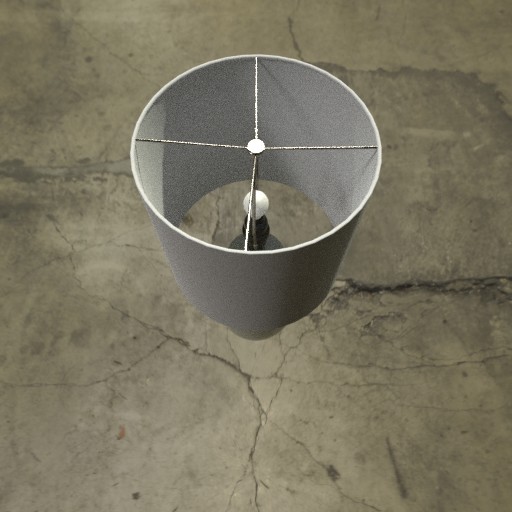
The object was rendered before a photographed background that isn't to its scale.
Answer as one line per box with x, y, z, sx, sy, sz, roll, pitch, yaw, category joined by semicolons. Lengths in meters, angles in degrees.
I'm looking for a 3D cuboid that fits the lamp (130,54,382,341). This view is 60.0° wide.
0.000;0.000;0.587;0.217;0.453;0.217;2;64;1;lamp
